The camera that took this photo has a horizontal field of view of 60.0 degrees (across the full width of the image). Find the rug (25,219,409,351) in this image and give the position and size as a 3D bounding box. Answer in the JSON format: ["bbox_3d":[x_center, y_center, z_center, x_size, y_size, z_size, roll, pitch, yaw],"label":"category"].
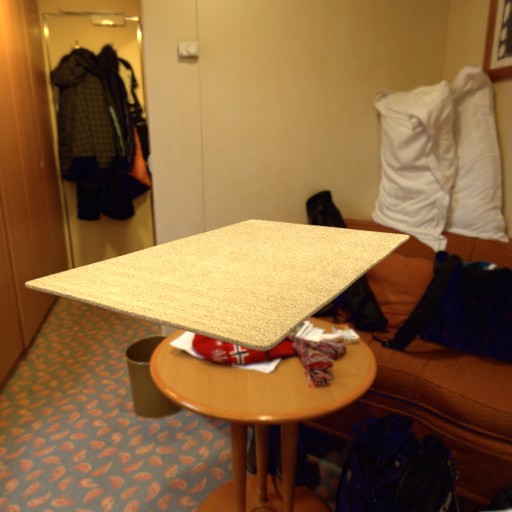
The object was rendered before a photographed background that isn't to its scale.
[{"bbox_3d":[0.000,0.000,2.970,1.500,0.025,2.349,9,17,30],"label":"rug"}]
